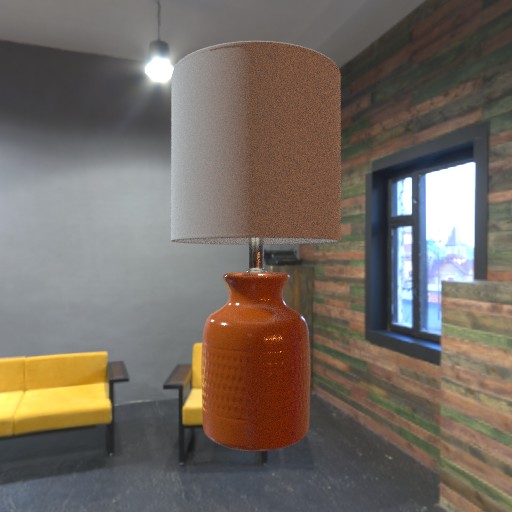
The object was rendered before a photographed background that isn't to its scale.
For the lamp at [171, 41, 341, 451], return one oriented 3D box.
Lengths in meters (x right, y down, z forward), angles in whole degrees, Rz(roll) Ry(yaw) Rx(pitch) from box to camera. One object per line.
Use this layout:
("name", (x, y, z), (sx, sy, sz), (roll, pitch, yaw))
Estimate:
("lamp", (0.000, 0.000, 1.106), (0.418, 0.871, 0.418), (0, 0, -17))
